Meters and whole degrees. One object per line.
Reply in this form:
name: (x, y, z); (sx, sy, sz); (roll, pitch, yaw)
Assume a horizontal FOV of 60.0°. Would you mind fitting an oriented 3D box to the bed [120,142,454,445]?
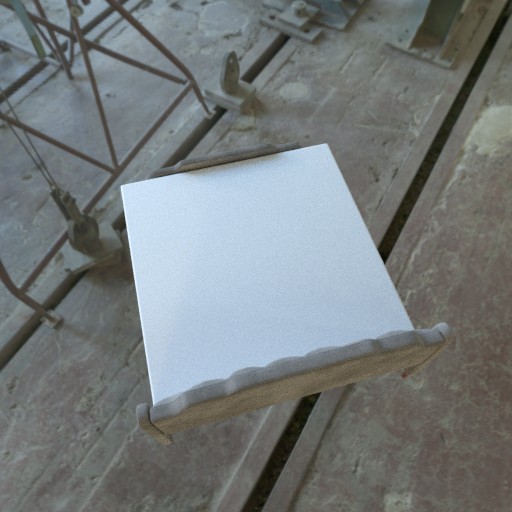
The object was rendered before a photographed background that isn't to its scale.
bed: (0.000, 0.000, 3.659); (2.074, 1.245, 2.340); (-13, 61, -7)
